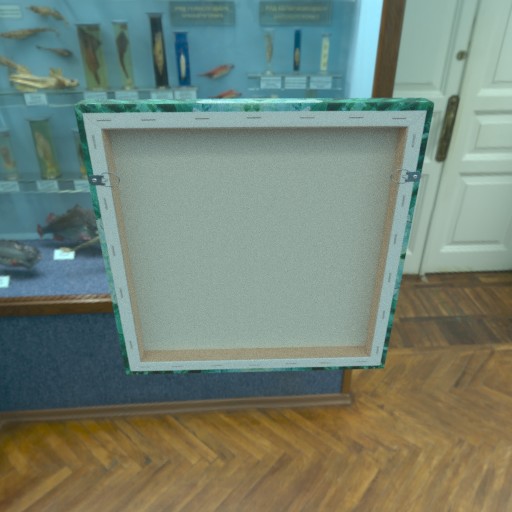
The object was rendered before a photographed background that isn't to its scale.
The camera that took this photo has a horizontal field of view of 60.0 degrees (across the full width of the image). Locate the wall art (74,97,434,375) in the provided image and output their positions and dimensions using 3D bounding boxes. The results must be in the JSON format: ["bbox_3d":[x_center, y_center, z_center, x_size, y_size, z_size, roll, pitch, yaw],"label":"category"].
[{"bbox_3d":[0.000,0.000,0.757,0.507,0.508,0.038,-1,30,-2],"label":"wall art"}]
